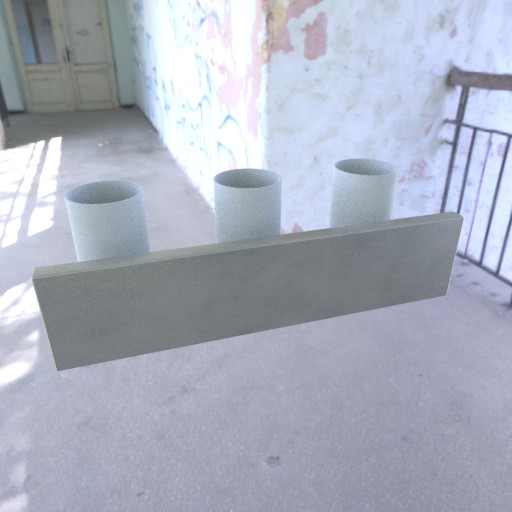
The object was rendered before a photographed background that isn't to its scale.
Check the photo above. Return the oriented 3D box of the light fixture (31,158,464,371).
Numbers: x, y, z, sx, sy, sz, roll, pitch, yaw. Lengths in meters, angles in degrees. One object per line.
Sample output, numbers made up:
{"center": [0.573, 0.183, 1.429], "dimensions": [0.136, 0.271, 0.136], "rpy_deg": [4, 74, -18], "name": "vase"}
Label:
{"center": [0.000, 0.000, 0.524], "dimensions": [0.451, 0.172, 0.145], "rpy_deg": [-8, 28, -16], "name": "light fixture"}
